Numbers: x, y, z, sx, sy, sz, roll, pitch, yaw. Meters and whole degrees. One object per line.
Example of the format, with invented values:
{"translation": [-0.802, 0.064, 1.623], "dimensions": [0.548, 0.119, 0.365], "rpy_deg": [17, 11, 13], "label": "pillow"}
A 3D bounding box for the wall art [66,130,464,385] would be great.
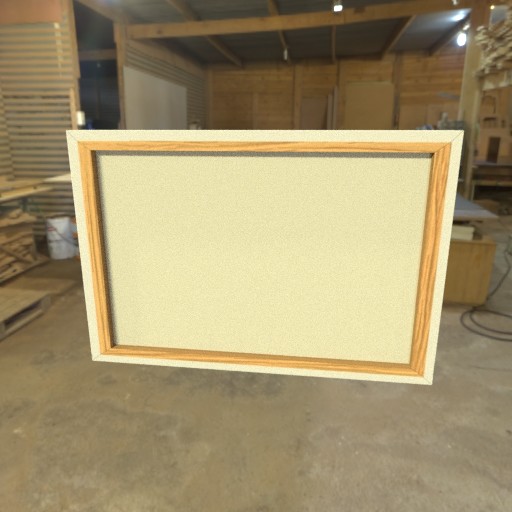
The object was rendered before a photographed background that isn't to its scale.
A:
{"translation": [0.000, 0.000, 0.475], "dimensions": [0.381, 0.259, 0.038], "rpy_deg": [2, 16, 8], "label": "wall art"}
